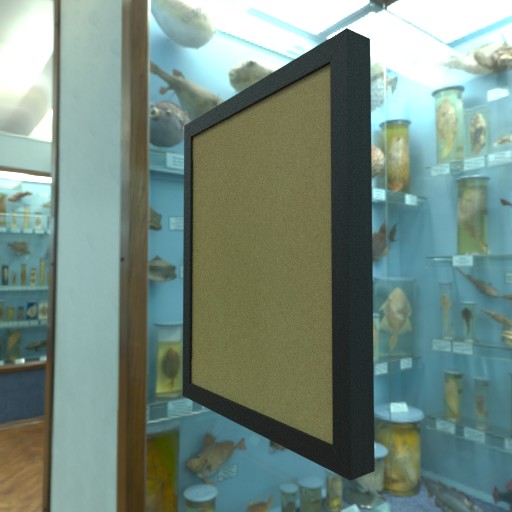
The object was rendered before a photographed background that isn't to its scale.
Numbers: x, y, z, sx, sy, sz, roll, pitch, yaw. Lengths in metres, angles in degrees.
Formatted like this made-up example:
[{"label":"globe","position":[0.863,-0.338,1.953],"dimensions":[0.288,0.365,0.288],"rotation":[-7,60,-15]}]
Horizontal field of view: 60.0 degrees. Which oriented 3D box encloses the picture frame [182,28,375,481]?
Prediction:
[{"label":"picture frame","position":[0.000,0.000,0.740],"dimensions":[0.044,0.555,0.452],"rotation":[2,-3,-35]}]
